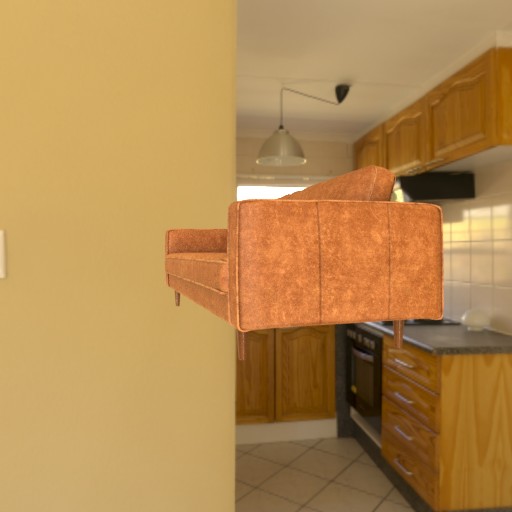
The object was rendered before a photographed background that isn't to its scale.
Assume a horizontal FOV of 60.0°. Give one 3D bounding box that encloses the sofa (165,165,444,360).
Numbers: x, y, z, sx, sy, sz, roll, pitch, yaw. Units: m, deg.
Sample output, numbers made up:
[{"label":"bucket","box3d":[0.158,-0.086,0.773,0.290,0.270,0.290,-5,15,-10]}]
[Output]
[{"label":"sofa","box3d":[0.000,0.000,2.650,0.886,0.779,2.199,0,0,-18]}]
